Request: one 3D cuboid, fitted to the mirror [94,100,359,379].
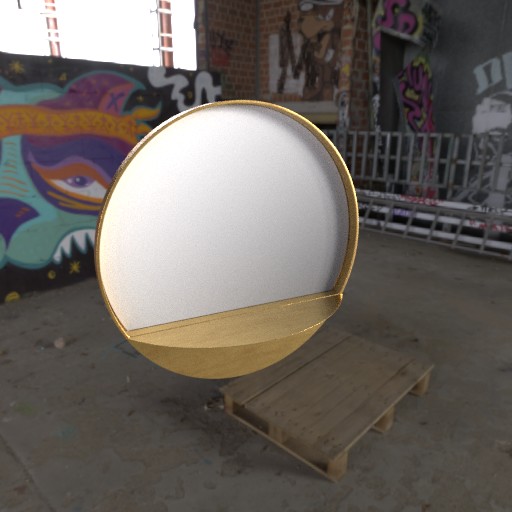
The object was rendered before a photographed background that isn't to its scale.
[{"bbox_3d":[0.000,0.000,0.684,0.457,0.457,0.133,-8,19,-25],"label":"mirror"}]
